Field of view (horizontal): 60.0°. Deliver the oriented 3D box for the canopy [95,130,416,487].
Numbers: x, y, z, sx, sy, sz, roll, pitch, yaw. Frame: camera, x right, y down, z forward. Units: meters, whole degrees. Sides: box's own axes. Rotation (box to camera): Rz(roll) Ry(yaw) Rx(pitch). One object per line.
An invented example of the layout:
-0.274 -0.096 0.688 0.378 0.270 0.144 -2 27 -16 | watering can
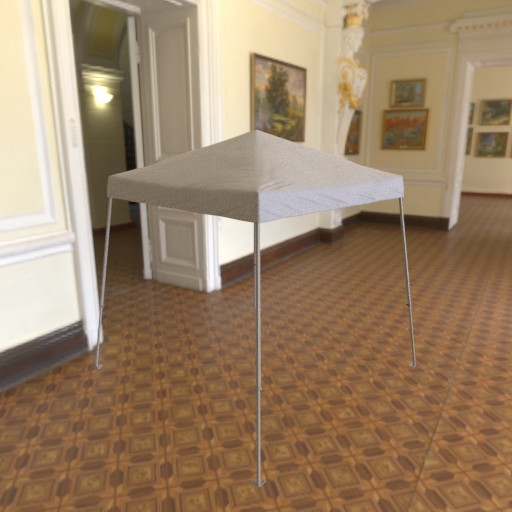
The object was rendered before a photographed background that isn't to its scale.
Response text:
0.000 0.000 6.568 3.599 3.600 3.600 14 20 43 | canopy
